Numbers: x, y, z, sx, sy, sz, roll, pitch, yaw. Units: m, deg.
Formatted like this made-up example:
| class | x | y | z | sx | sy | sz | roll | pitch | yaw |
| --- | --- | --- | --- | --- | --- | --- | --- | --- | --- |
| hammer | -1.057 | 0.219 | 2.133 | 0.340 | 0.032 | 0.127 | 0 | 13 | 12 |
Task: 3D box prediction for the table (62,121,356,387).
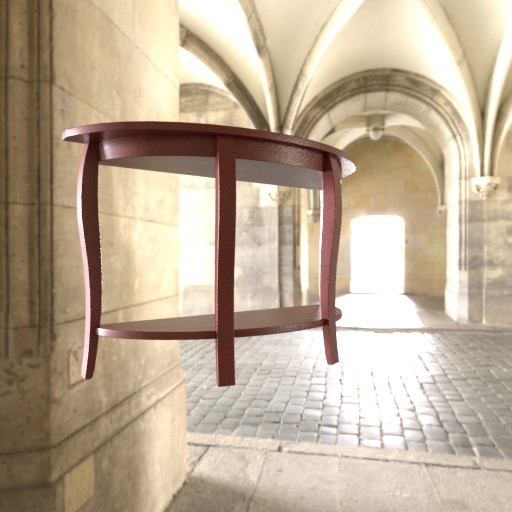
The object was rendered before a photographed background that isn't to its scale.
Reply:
| class | x | y | z | sx | sy | sz | roll | pitch | yaw |
| --- | --- | --- | --- | --- | --- | --- | --- | --- | --- |
| table | 0.000 | 0.000 | 1.596 | 1.219 | 0.779 | 0.405 | 0 | 0 | -36 |
